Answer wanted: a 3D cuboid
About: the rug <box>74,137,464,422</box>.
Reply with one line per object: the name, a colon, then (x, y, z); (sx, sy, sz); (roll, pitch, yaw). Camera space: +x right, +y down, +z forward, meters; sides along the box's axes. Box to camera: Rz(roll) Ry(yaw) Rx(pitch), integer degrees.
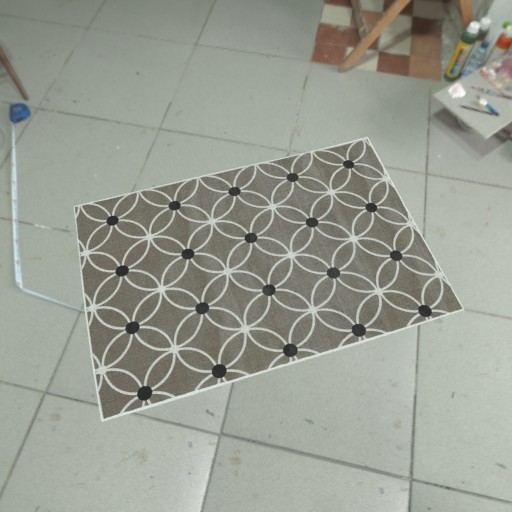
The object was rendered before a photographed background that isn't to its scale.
rug: (0.000, 0.000, 2.969); (2.284, 0.008, 1.522); (-15, 63, -8)
